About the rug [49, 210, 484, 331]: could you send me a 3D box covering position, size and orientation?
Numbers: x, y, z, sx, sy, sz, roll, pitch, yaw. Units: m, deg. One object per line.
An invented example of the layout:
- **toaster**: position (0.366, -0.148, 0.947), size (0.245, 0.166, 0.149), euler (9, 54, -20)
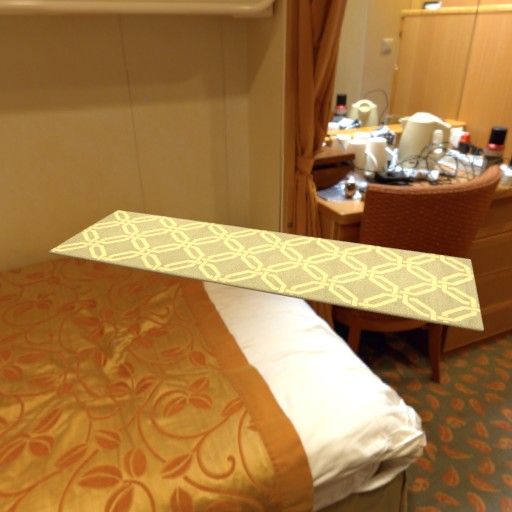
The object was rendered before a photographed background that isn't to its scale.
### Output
- **rug**: position (0.000, 0.000, 2.489), size (2.276, 0.014, 0.678), euler (9, 29, 17)
